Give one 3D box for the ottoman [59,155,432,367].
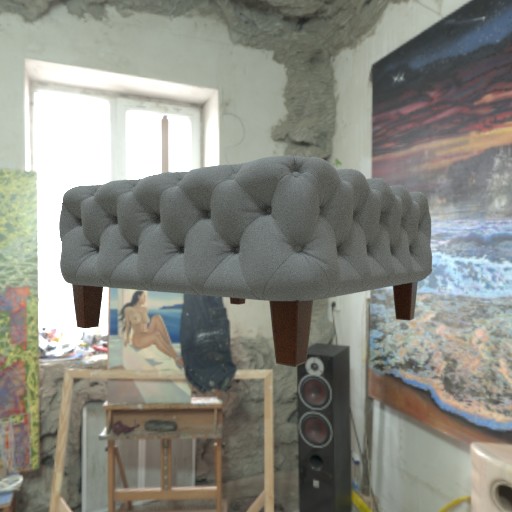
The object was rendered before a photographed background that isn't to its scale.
[{"bbox_3d":[0.000,0.000,1.449,0.911,0.439,0.917,1,1,36],"label":"ottoman"}]
